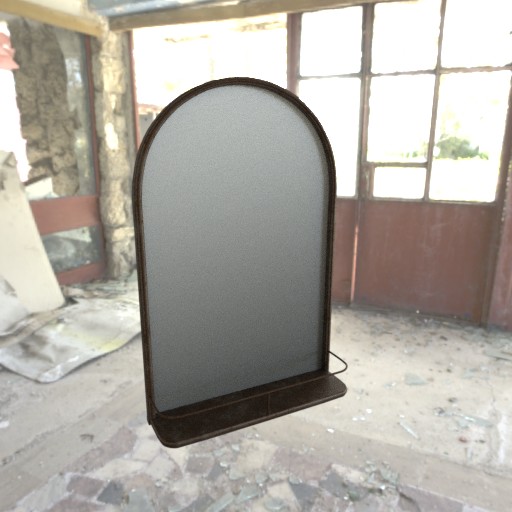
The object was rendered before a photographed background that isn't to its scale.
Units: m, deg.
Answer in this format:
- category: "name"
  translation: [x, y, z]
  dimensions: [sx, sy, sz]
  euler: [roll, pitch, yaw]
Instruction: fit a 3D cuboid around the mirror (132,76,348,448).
- category: "mirror"
  translation: [0.000, 0.000, 1.002]
  dimensions: [0.510, 0.770, 0.137]
  euler: [-7, 16, -26]
